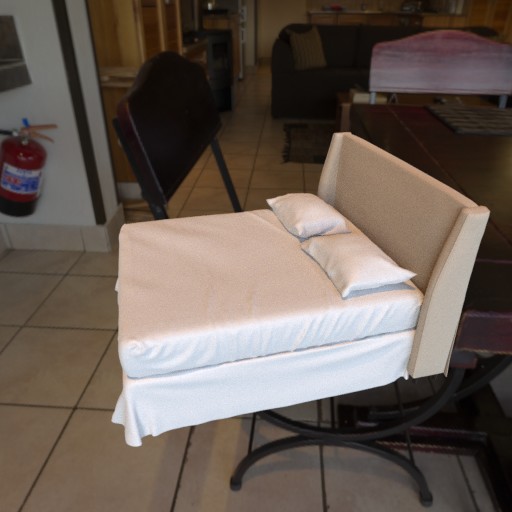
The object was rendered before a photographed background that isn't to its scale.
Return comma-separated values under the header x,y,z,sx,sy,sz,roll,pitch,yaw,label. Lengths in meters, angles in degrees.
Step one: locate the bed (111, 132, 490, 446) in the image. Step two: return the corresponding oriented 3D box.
x,y,z,sx,sy,sz,roll,pitch,yaw,label
0.000,0.000,3.363,2.276,1.332,1.925,-7,30,-13,bed
